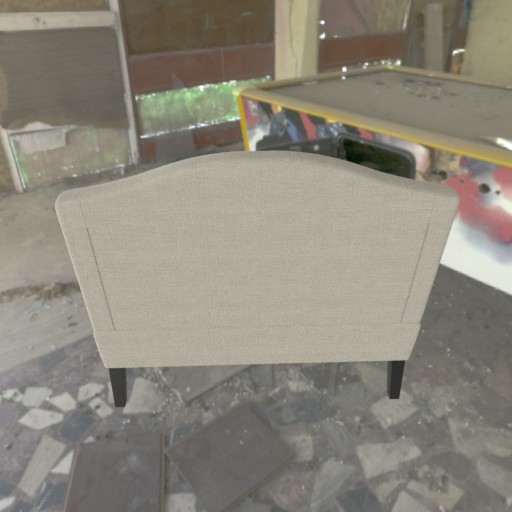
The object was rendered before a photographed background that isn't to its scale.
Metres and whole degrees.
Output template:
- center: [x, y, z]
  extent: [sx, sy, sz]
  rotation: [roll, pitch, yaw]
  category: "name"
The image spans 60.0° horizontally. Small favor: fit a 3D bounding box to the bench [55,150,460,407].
- center: [0.000, 0.000, 1.990]
  extent: [1.335, 1.180, 0.815]
  rotation: [-1, 31, -2]
  category: "bench"
